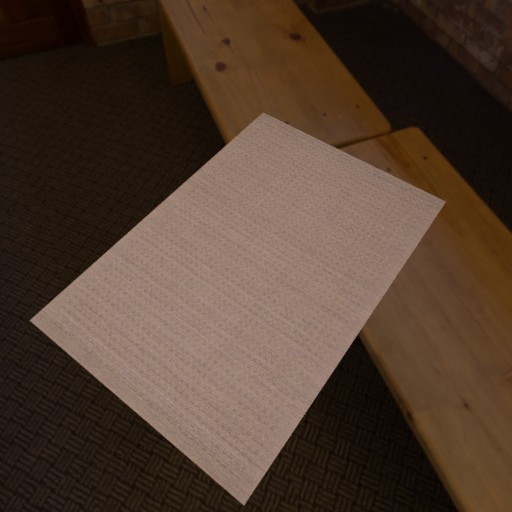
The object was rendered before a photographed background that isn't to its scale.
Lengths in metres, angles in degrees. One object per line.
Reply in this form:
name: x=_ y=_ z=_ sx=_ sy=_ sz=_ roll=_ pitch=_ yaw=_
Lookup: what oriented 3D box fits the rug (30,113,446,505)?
rug: x=0.000 y=0.000 z=3.565 sx=1.981 sy=0.006 sz=2.895 roll=32 pitch=62 yaw=19
